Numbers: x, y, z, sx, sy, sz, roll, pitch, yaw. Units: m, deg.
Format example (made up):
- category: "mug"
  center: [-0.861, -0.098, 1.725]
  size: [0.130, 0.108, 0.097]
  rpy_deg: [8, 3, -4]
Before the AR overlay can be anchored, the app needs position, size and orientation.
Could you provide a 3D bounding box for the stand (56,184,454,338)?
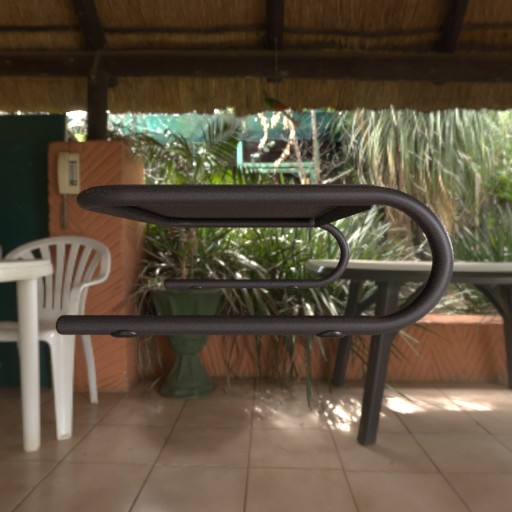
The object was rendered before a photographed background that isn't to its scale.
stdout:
- category: "stand"
  center: [0.000, 0.000, 0.491]
  size: [0.280, 0.108, 0.370]
  rpy_deg: [0, 1, 0]
